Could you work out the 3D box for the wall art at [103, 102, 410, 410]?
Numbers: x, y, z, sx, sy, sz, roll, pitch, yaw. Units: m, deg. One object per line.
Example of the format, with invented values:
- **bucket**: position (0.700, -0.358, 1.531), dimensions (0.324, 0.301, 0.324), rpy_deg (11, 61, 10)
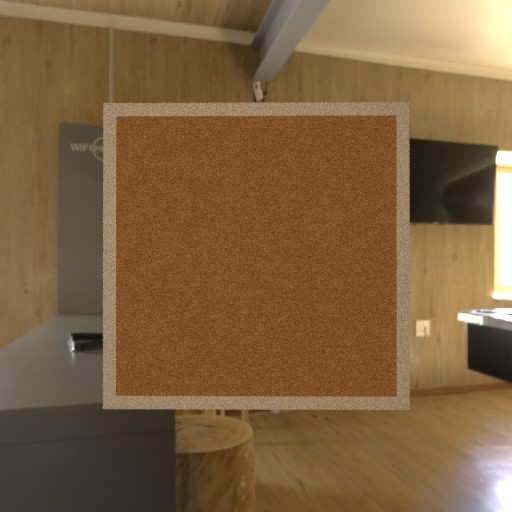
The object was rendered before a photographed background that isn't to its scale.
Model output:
- **wall art**: position (0.000, 0.000, 0.753), dimensions (0.507, 0.508, 0.038), rpy_deg (0, 0, 1)
